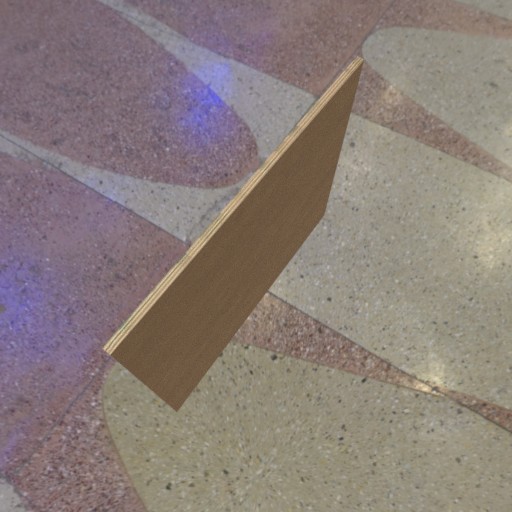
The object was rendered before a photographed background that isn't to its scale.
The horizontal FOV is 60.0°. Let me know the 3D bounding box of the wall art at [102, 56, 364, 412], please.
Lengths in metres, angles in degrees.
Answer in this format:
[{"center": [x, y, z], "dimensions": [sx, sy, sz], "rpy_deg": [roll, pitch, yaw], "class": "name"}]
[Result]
[{"center": [0.000, 0.000, 0.708], "dimensions": [0.012, 0.408, 0.508], "rpy_deg": [32, 68, 15], "class": "wall art"}]
